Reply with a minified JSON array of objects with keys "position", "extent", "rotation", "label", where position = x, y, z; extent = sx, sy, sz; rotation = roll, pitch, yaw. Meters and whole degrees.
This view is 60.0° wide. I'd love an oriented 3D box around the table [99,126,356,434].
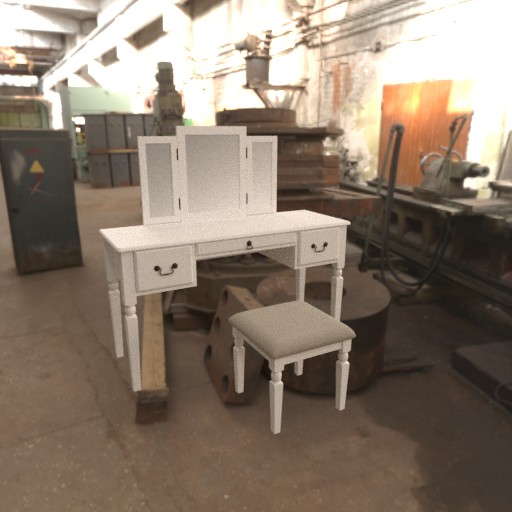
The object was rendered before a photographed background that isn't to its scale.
[{"position":[0.000,0.000,2.305],"extent":[1.369,1.310,1.115],"rotation":[-8,17,-27],"label":"table"}]
